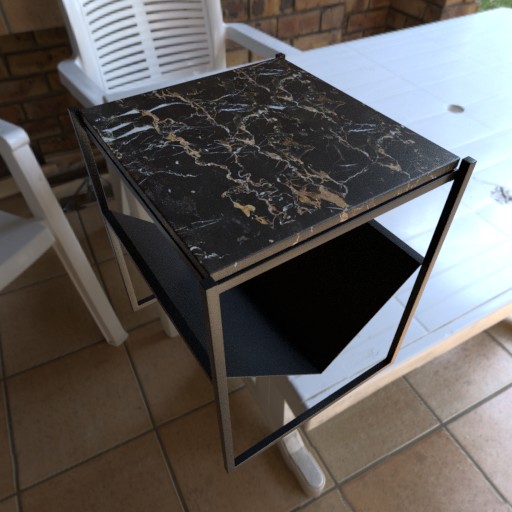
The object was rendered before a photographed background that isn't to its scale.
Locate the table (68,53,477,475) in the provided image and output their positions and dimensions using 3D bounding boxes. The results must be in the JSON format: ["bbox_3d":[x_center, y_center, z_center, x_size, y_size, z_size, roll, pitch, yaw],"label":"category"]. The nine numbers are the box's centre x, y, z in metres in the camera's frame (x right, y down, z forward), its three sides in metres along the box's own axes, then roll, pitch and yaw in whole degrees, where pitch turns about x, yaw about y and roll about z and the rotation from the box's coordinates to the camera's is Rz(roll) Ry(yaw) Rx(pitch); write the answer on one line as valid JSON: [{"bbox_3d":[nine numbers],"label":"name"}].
[{"bbox_3d":[0.000,0.000,0.861,0.432,0.534,0.469,-25,50,-23],"label":"table"}]
